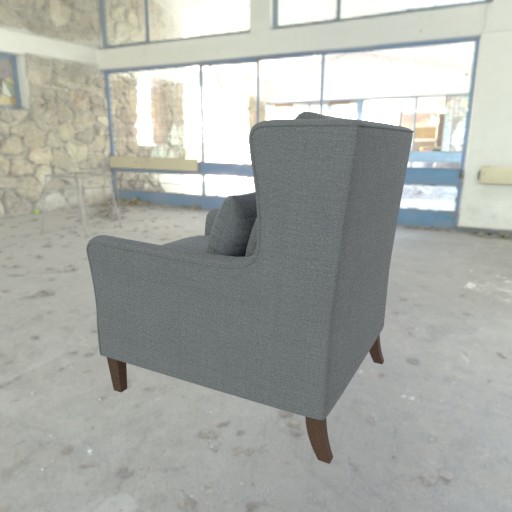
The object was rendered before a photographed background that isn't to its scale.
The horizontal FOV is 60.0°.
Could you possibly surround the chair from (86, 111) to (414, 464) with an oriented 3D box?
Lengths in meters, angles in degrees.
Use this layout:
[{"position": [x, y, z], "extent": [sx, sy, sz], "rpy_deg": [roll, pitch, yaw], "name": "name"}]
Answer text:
[{"position": [0.000, 0.000, 1.784], "extent": [1.040, 1.056, 0.866], "rpy_deg": [7, 16, 27], "name": "chair"}]
